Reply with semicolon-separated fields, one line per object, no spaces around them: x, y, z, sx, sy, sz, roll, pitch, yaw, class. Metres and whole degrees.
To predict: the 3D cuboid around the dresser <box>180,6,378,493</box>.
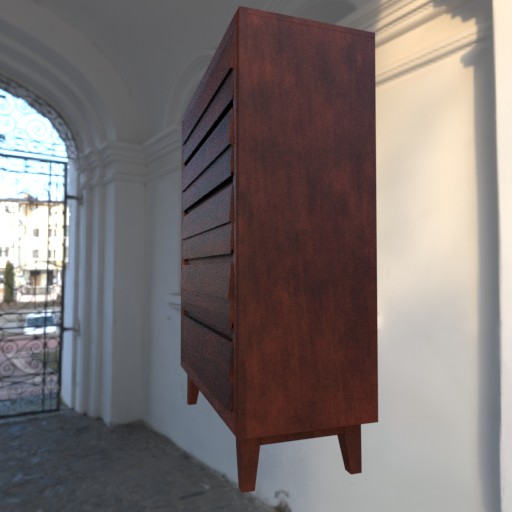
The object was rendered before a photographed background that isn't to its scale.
0.000;0.000;1.932;0.506;1.514;1.072;1;-2;-19;dresser
